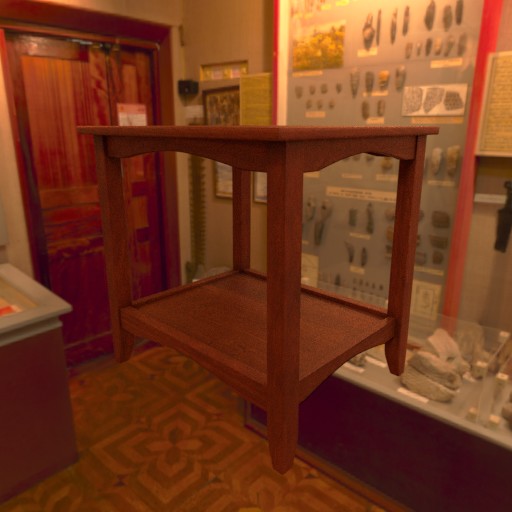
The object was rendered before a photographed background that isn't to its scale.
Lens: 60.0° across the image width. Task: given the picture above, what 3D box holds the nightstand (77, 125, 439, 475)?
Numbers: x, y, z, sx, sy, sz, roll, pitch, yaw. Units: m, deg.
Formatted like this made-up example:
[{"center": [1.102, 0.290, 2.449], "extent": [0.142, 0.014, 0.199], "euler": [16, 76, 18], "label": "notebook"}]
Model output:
[{"center": [0.000, 0.000, 0.993], "extent": [0.558, 0.558, 0.501], "euler": [15, 22, 41], "label": "nightstand"}]
